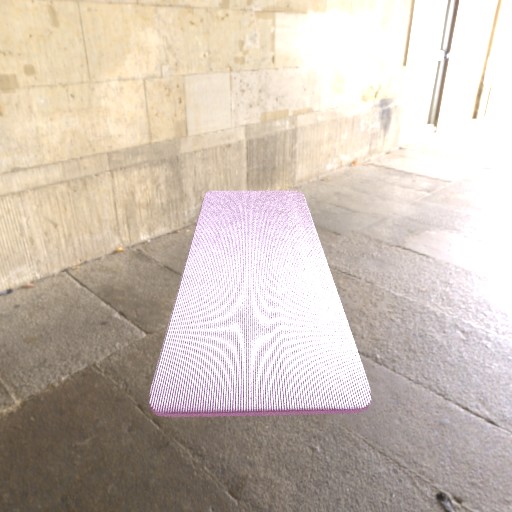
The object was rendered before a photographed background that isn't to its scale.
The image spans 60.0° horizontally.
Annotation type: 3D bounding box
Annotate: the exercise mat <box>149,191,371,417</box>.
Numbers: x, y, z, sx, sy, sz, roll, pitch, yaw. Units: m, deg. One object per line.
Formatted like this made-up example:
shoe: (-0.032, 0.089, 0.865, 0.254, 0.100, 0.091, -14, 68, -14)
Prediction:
exercise mat: (0.000, 0.000, 2.010, 0.616, 0.021, 1.869, 0, 26, -1)
